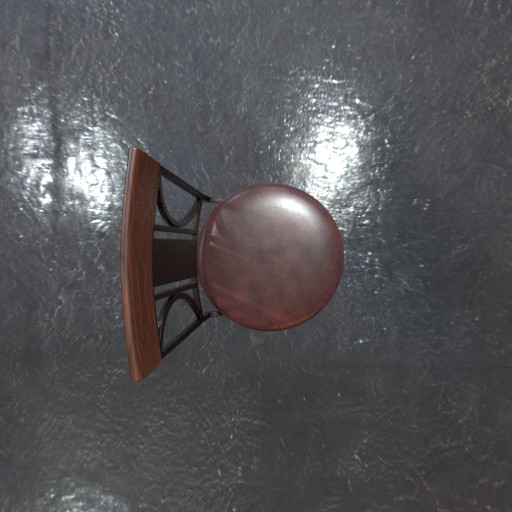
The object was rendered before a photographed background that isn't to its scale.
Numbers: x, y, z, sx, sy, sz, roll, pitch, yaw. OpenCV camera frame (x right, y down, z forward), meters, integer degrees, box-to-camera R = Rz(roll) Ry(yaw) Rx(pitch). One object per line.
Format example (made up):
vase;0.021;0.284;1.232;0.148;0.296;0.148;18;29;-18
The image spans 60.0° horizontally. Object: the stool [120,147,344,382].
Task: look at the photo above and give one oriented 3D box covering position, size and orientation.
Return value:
stool;0.000;0.000;1.405;0.513;1.130;0.448;0;92;0
